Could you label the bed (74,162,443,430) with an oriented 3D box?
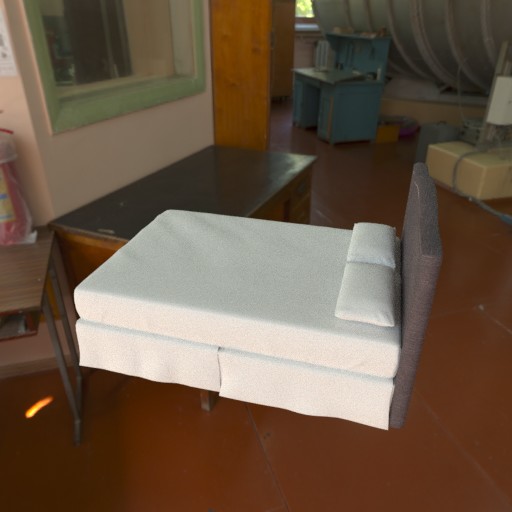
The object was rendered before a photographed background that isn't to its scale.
[{"bbox_3d":[0.000,0.000,3.607,2.507,1.441,1.741,8,30,14],"label":"bed"}]
